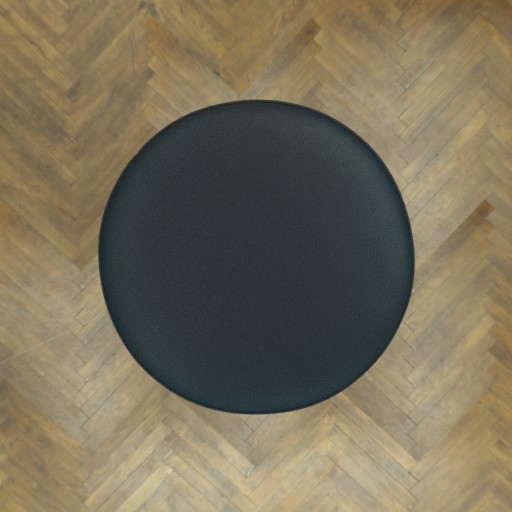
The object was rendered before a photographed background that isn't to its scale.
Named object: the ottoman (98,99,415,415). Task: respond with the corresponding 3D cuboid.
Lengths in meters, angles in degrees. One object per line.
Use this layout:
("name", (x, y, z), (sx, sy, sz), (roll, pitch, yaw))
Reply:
("ottoman", (0.000, 0.000, 0.860), (0.501, 0.409, 0.501), (0, 91, 0))
